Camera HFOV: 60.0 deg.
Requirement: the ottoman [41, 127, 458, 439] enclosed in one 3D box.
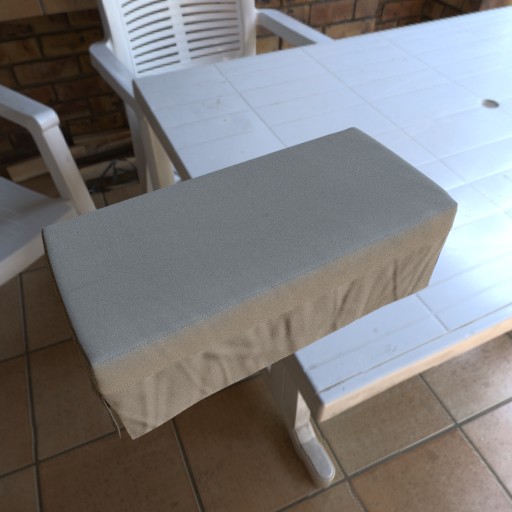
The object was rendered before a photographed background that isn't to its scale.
[{"bbox_3d":[0.000,0.000,1.691,1.388,0.457,0.665,-22,50,-20],"label":"ottoman"}]
